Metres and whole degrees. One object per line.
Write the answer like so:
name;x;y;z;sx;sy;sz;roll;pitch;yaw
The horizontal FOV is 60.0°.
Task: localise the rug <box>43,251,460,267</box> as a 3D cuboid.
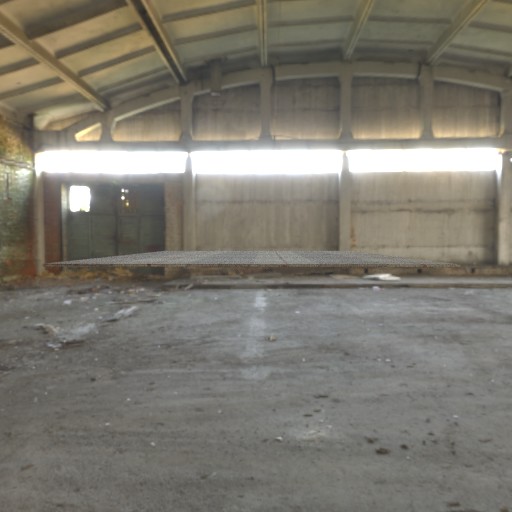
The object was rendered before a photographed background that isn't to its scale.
rug;0.000;0.000;3.934;2.317;0.016;2.959;0;2;2
